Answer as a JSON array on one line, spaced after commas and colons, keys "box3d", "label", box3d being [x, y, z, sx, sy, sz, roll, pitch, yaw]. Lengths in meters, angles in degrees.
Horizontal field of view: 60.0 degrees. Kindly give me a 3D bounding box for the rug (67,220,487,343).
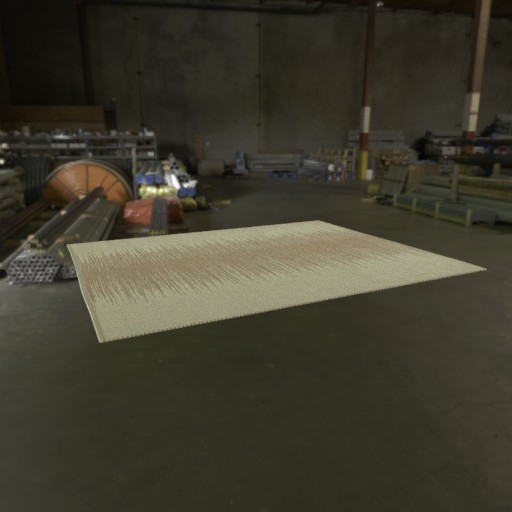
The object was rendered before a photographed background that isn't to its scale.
[{"box3d": [0.000, 0.000, 4.041, 3.048, 0.013, 2.438, -7, 17, -25], "label": "rug"}]
